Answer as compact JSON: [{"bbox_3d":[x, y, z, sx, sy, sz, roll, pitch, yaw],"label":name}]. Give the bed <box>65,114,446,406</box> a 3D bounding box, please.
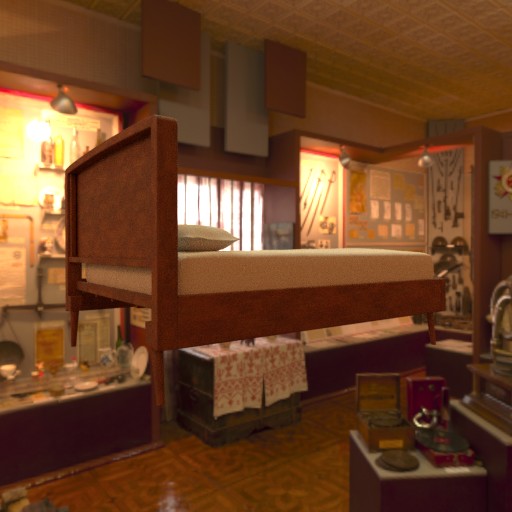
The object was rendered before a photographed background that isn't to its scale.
[{"bbox_3d":[0.000,0.000,3.155,2.196,1.275,1.587,0,1,-36],"label":"bed"}]
